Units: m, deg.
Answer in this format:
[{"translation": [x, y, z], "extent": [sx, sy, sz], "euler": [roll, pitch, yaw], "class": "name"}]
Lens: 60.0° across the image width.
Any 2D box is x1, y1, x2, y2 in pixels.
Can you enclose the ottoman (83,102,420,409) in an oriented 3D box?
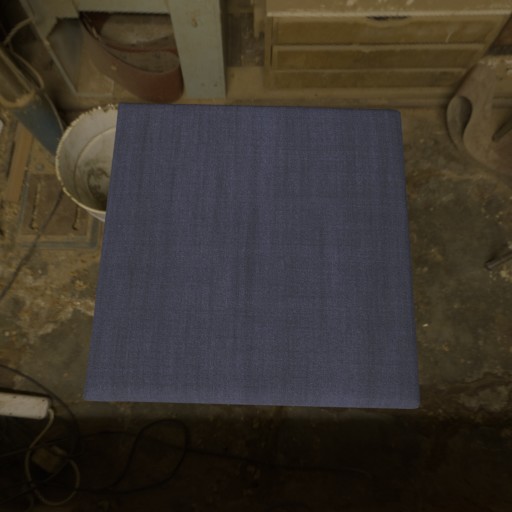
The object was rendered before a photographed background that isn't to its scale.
[{"translation": [0.000, 0.000, 1.414], "extent": [0.889, 0.411, 0.890], "euler": [1, 75, 0], "class": "ottoman"}]
